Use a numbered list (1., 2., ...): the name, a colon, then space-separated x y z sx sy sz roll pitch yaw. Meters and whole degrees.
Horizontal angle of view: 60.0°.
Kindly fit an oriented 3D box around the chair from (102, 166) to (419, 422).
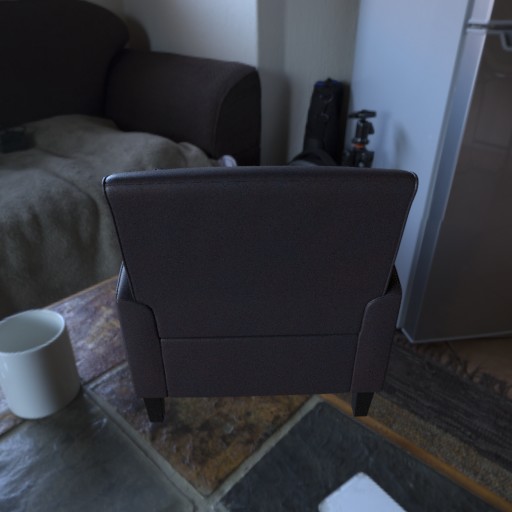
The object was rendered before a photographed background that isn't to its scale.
1. chair: 0.000 0.000 1.582 0.820 0.916 0.819 -1 31 -2
